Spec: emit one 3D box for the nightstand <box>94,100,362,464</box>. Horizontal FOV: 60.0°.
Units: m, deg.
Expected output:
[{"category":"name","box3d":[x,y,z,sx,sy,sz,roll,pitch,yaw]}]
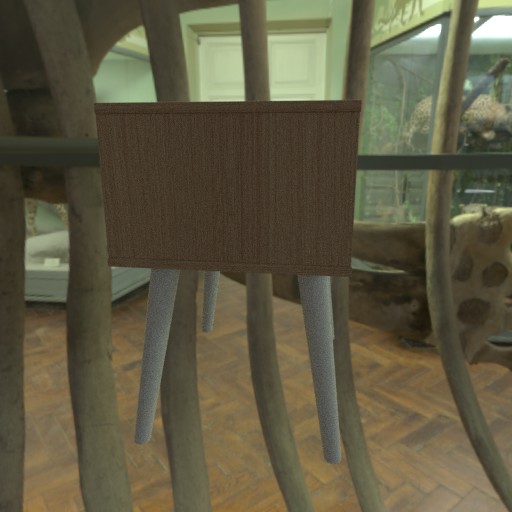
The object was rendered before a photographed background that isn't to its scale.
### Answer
[{"category":"nightstand","box3d":[0.000,0.000,0.984,0.407,0.610,0.571,2,15,8]}]
